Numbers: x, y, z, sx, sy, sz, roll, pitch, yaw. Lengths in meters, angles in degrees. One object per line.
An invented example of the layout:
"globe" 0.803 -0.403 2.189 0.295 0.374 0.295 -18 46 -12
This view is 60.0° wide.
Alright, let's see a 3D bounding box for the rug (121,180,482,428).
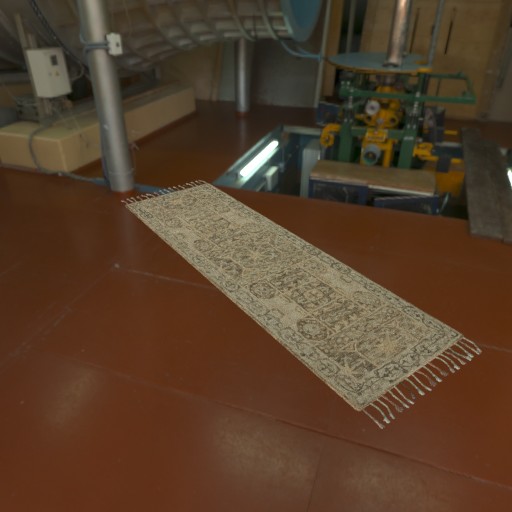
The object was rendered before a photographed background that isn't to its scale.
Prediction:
"rug" 0.000 0.000 2.835 0.762 0.011 2.664 -21 37 -30
